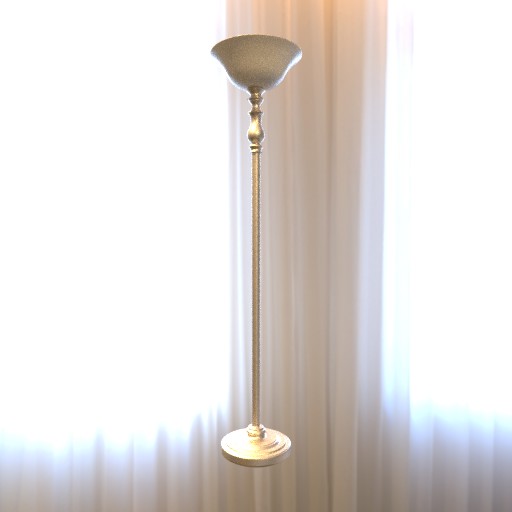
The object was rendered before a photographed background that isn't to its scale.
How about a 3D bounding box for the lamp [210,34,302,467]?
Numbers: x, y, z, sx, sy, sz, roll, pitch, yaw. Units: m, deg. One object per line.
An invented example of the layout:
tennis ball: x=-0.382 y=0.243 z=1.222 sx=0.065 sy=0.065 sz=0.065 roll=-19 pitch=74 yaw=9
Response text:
lamp: x=0.000 y=0.000 z=1.980 sx=0.405 sy=1.771 sz=0.405 roll=-1 pitch=2 yaw=-36
